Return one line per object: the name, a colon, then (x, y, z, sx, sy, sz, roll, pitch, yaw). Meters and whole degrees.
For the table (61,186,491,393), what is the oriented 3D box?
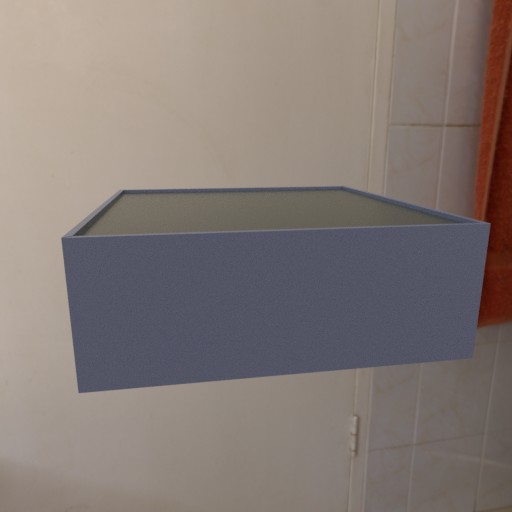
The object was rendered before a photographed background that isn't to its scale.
table: (0.000, 0.000, 1.228, 0.801, 0.299, 0.801, -2, 15, -10)
